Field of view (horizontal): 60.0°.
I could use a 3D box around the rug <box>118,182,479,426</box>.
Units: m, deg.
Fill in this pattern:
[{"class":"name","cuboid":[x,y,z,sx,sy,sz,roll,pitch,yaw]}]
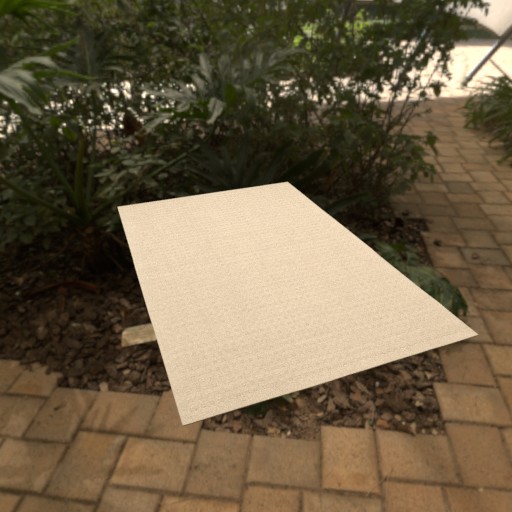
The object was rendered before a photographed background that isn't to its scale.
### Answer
[{"class":"rug","cuboid":[0.000,0.000,2.915,1.523,0.006,2.289,-11,32,-18]}]
